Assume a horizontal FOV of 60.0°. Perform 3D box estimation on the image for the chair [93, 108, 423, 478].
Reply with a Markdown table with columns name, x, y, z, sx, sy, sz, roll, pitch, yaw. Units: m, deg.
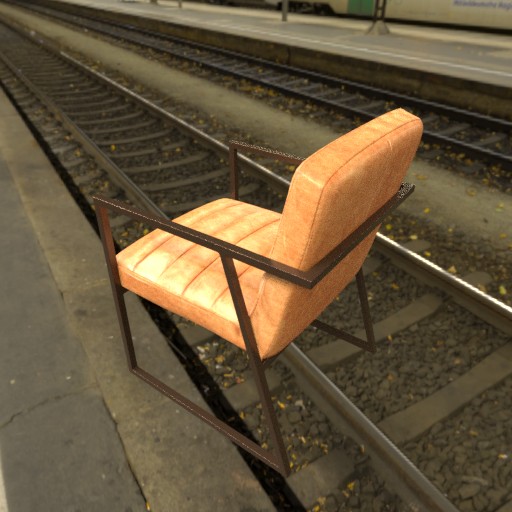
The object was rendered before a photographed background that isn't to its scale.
| name | x | y | z | sx | sy | sz | roll | pitch | yaw |
| --- | --- | --- | --- | --- | --- | --- | --- | --- | --- |
| chair | 0.000 | 0.000 | 1.265 | 0.677 | 0.832 | 0.571 | 22 | 38 | 30 |
